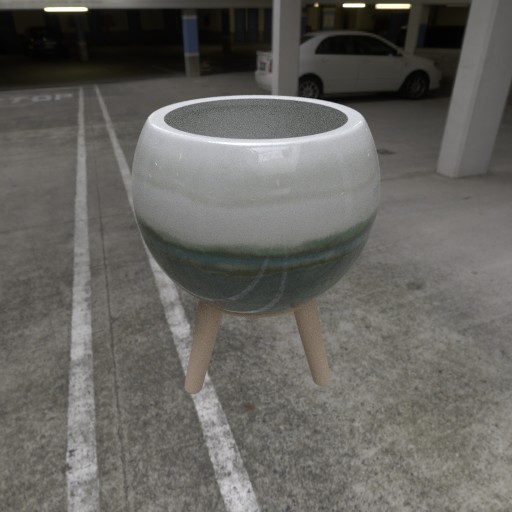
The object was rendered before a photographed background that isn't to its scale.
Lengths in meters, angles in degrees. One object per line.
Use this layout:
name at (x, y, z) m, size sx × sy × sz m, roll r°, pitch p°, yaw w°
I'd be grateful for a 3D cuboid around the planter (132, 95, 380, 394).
planter at (0.000, 0.000, 0.445) m, size 0.222 × 0.278 × 0.222 m, roll 0°, pitch 30°, yaw 0°
